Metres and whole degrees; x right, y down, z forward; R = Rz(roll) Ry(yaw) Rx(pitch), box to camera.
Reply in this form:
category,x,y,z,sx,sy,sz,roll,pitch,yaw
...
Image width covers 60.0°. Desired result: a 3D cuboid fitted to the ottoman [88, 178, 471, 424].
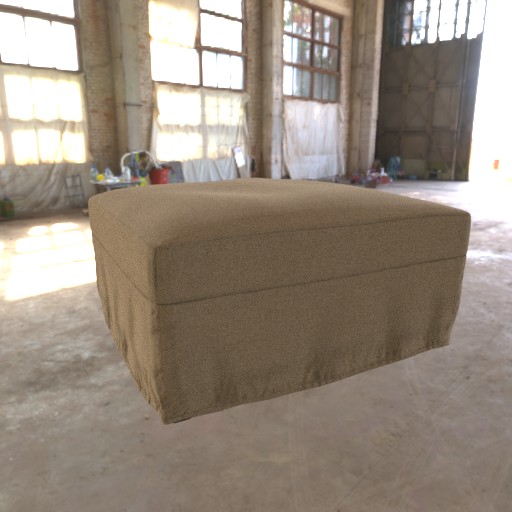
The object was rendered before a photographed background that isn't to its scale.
category,x,y,z,sx,sy,sz,roll,pitch,yaw
ottoman,0.000,0.000,1.327,0.843,0.436,0.840,-7,16,-27
